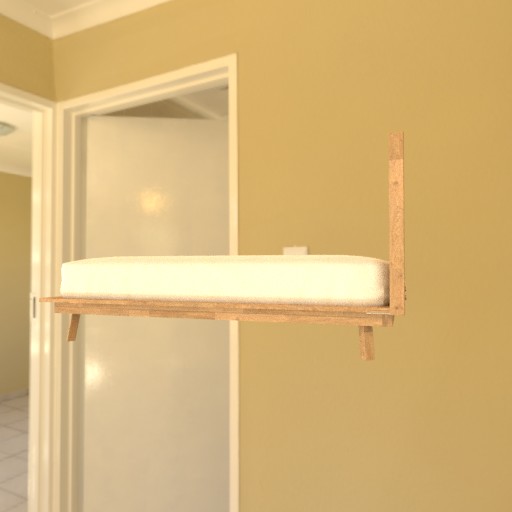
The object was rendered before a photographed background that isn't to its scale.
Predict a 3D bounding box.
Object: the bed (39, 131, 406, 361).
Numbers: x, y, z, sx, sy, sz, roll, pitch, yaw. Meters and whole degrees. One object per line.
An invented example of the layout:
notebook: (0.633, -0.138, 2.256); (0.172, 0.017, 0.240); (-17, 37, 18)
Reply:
bed: (0.000, 0.000, 3.395); (2.167, 1.100, 2.116); (0, -1, 18)
